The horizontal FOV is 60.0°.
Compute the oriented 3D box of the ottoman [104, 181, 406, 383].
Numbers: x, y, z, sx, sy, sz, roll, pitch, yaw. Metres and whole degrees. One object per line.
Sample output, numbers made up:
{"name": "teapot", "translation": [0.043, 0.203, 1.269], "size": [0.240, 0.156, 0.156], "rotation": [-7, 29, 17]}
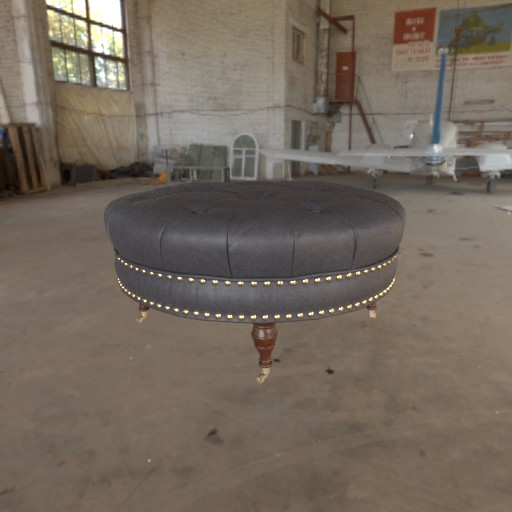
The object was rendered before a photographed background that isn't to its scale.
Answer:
{"name": "ottoman", "translation": [0.000, 0.000, 1.406], "size": [0.901, 0.439, 0.901], "rotation": [0, 15, 0]}
